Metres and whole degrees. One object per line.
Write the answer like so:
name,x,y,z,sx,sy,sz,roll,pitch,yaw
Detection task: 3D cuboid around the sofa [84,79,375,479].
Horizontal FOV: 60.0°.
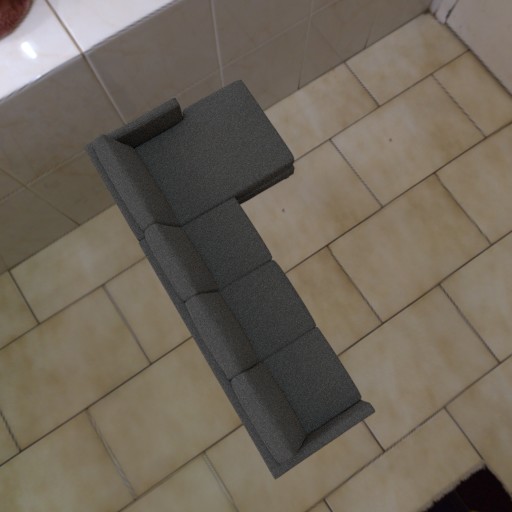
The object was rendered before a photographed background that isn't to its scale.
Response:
sofa,0.000,0.000,3.929,1.625,0.846,3.186,-31,80,-6
